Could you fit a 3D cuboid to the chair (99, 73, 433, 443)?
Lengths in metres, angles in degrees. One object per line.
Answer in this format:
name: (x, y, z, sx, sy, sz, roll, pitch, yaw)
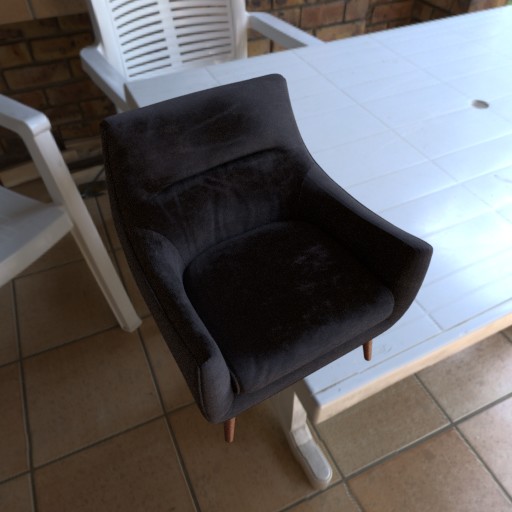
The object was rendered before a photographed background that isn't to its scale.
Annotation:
chair: (0.000, 0.000, 1.453, 0.762, 0.838, 0.787, -23, 50, -21)
